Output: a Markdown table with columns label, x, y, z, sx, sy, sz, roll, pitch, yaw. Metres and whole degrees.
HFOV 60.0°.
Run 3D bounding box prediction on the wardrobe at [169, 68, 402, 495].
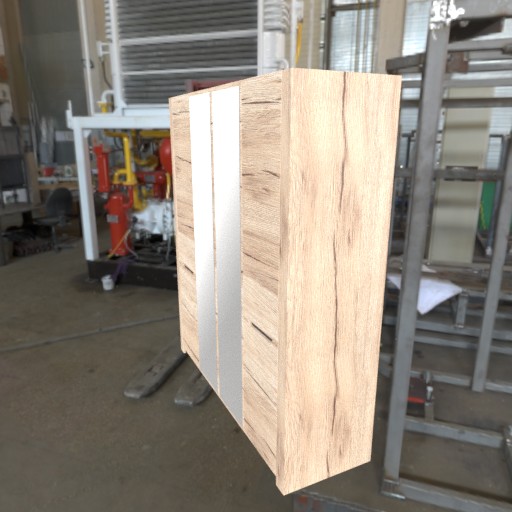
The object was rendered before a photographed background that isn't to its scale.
| label | x | y | z | sx | sy | sz | roll | pitch | yaw |
| --- | --- | --- | --- | --- | --- | --- | --- | --- | --- |
| wardrobe | 0.000 | 0.000 | 2.934 | 0.580 | 2.070 | 1.810 | -7 | 17 | -25 |
